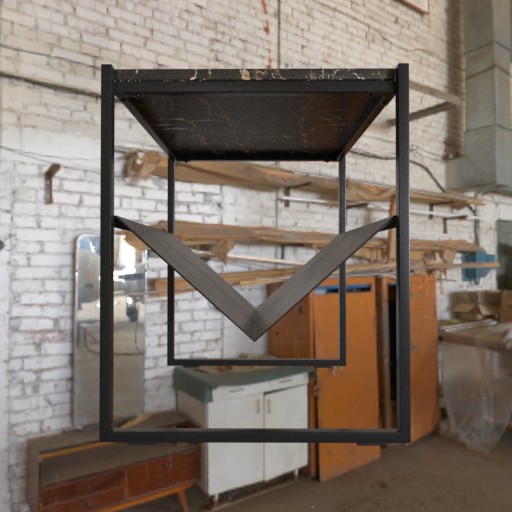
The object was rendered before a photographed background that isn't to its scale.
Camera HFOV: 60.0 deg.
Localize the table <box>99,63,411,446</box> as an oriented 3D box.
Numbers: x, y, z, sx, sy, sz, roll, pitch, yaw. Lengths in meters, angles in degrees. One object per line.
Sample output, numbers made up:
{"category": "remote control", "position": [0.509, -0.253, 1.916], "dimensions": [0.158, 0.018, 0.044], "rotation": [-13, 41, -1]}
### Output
{"category": "table", "position": [0.000, 0.000, 0.850], "dimensions": [0.432, 0.534, 0.469], "rotation": [0, -1, 0]}
